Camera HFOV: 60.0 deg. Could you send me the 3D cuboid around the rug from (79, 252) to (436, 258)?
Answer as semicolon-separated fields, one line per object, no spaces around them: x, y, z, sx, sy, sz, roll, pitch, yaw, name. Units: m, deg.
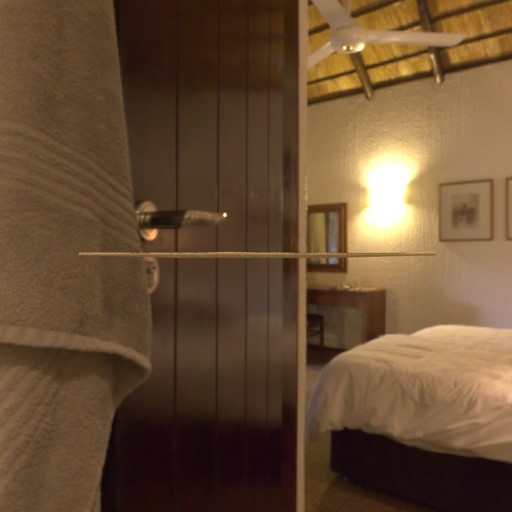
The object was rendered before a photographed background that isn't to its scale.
0.000;0.000;3.094;1.521;0.015;2.436;0;0;0;rug
